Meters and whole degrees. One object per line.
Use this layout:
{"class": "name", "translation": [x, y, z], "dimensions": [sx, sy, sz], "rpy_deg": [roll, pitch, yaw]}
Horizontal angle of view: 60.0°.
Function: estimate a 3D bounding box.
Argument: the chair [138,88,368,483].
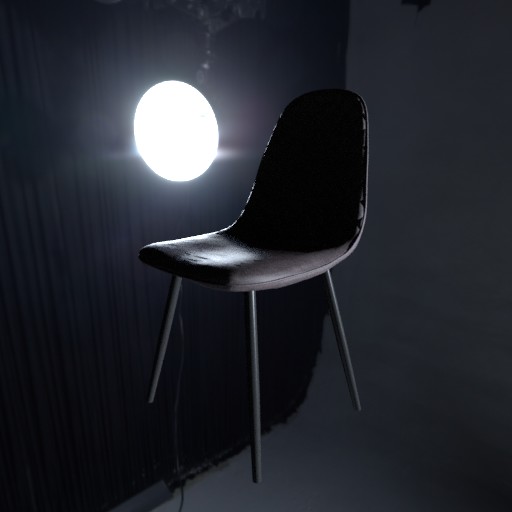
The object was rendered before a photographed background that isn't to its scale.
{"class": "chair", "translation": [0.000, 0.000, 1.192], "dimensions": [0.561, 0.889, 0.472], "rpy_deg": [-13, 19, -43]}
